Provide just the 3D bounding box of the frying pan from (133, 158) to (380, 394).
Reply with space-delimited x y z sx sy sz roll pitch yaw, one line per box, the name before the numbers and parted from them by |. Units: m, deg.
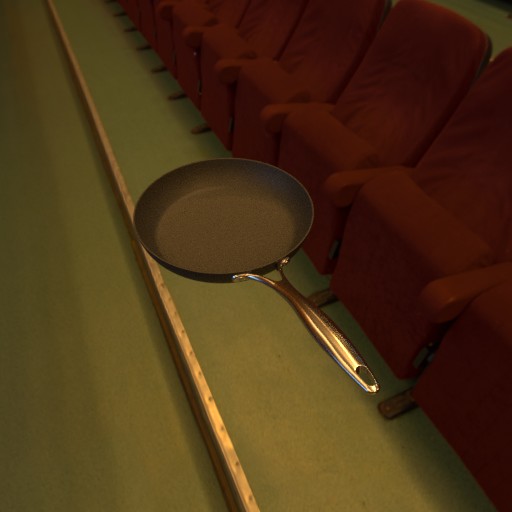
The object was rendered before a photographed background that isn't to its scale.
frying pan | 0.000 0.000 0.562 0.255 0.105 0.472 -18 48 -17
